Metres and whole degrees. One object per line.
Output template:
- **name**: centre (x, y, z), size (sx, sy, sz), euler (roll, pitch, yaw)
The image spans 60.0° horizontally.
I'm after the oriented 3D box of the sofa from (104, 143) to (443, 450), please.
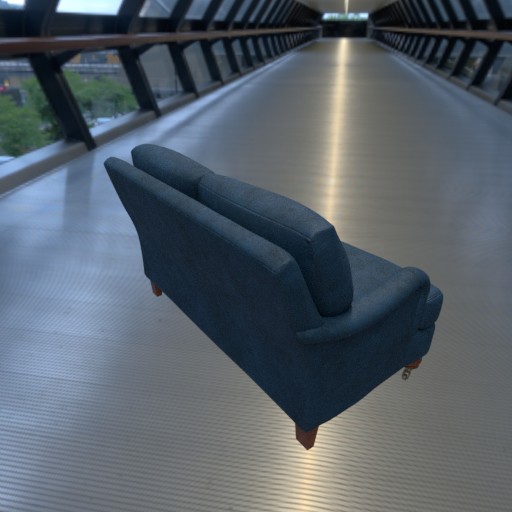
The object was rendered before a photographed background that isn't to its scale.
- **sofa**: centre (0.000, 0.000, 2.583), size (1.084, 1.101, 1.853), euler (-17, 31, -31)
